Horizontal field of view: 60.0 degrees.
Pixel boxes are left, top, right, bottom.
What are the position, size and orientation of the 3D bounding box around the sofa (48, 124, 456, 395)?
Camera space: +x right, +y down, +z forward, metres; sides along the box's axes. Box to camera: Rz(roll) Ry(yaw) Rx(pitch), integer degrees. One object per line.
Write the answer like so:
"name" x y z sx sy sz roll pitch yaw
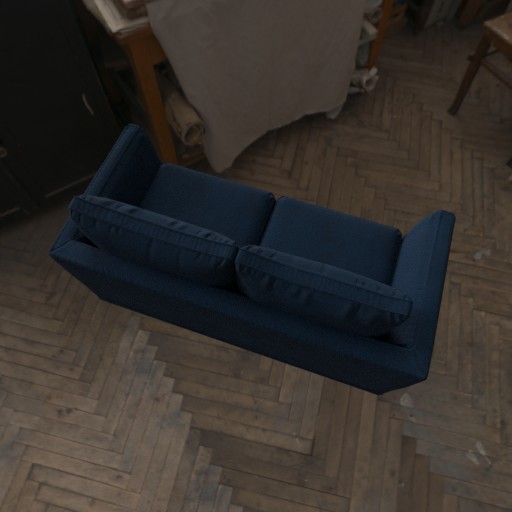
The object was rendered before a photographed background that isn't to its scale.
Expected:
"sofa" 0.000 0.000 2.317 1.770 1.002 0.853 17 65 8
